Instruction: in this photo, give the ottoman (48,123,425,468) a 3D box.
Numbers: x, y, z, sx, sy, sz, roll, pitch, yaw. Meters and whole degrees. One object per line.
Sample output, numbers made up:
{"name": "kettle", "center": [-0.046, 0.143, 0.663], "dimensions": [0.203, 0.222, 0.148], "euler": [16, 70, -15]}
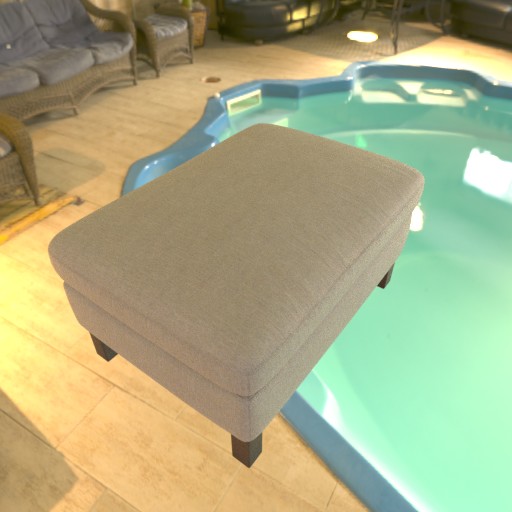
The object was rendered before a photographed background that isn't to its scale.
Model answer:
{"name": "ottoman", "center": [0.000, 0.000, 1.048], "dimensions": [0.528, 0.404, 0.735], "euler": [25, 46, 27]}
